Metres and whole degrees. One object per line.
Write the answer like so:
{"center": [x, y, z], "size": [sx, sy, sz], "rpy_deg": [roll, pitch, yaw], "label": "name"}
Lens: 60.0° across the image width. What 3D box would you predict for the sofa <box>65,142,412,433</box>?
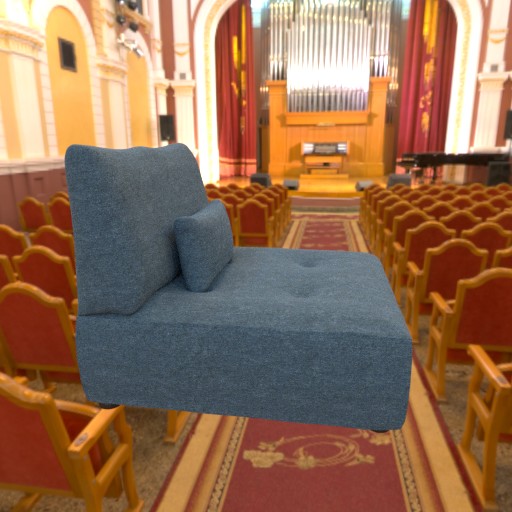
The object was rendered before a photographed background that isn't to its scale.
{"center": [0.000, 0.000, 1.665], "size": [1.000, 0.820, 0.930], "rpy_deg": [2, 15, 9], "label": "sofa"}
